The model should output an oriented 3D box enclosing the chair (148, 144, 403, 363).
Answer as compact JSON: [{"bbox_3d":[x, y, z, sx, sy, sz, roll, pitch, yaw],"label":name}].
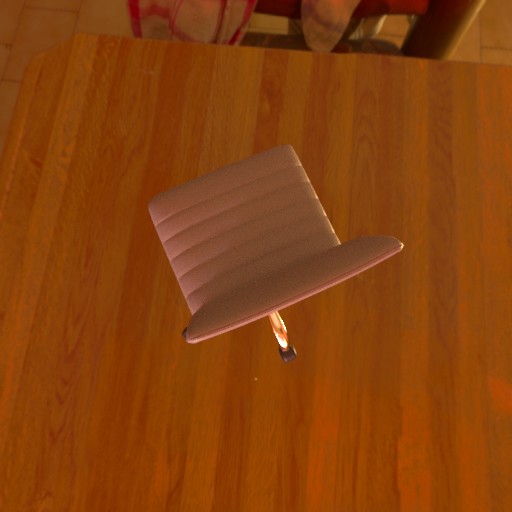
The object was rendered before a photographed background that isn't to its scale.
[{"bbox_3d":[0.000,0.000,1.129,0.569,0.750,0.542,-23,76,-6],"label":"chair"}]
